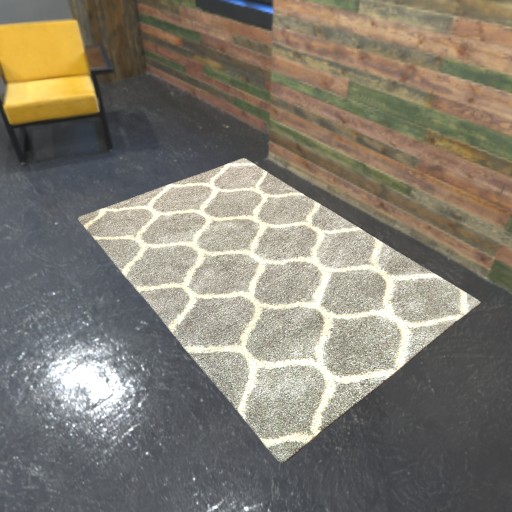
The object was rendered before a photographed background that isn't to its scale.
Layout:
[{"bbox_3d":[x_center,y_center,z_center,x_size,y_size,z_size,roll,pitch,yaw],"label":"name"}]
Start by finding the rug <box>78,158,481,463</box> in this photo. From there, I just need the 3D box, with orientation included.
[{"bbox_3d":[0.000,0.000,3.418,1.801,0.026,2.701,-26,46,-28],"label":"rug"}]
